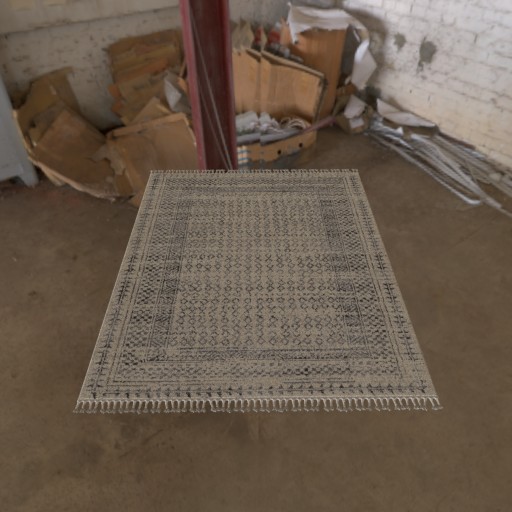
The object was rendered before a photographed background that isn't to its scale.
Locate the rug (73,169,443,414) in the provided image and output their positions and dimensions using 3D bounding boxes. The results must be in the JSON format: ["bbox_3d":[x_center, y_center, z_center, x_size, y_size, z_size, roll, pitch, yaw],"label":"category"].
[{"bbox_3d":[0.000,0.000,3.846,2.312,0.013,2.940,0,41,0],"label":"rug"}]
